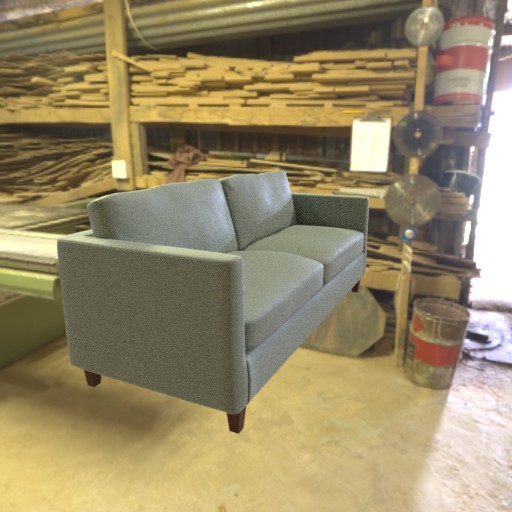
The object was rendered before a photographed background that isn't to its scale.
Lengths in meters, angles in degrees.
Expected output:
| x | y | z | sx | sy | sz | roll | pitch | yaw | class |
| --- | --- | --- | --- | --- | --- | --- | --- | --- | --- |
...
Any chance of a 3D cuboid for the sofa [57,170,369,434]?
| x | y | z | sx | sy | sz | roll | pitch | yaw | class |
| --- | --- | --- | --- | --- | --- | --- | --- | --- | --- |
| 0.000 | 0.000 | 2.785 | 0.951 | 0.965 | 2.208 | 7 | 16 | 26 | sofa |
